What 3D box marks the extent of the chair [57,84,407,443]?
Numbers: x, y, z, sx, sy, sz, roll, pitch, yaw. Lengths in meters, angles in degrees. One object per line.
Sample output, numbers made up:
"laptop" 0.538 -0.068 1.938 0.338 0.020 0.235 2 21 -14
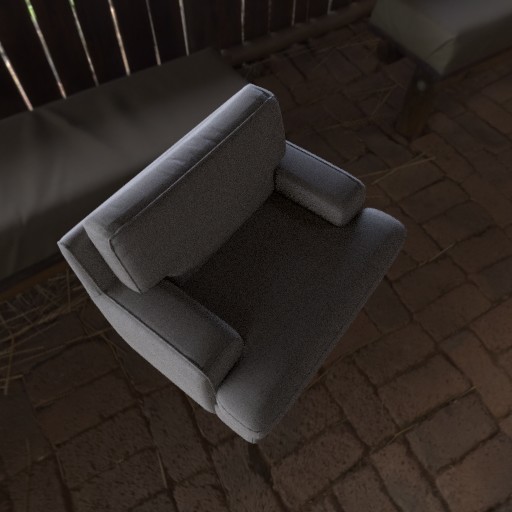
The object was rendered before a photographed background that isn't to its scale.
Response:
"chair" 0.000 0.000 2.070 1.043 0.974 1.270 33 64 19
